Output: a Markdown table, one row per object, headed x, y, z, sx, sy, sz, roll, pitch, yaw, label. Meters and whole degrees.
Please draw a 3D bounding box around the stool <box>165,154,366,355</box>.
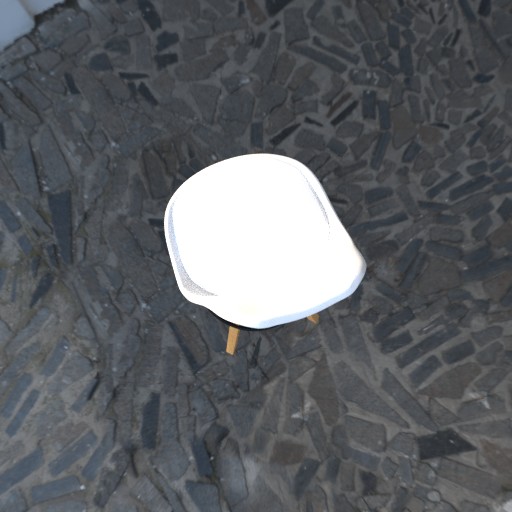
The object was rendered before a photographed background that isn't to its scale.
| x | y | z | sx | sy | sz | roll | pitch | yaw | label |
| --- | --- | --- | --- | --- | --- | --- | --- | --- | --- |
| 0.000 | 0.000 | 1.402 | 0.482 | 1.115 | 0.549 | -20 | 76 | -5 | stool |
